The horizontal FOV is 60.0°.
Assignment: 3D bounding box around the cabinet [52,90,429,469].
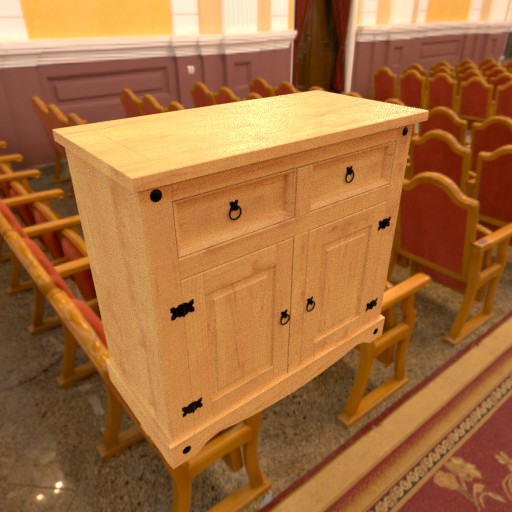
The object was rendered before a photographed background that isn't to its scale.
[{"bbox_3d":[0.000,0.000,1.391,0.920,0.840,0.450,-21,36,-33],"label":"cabinet"}]
